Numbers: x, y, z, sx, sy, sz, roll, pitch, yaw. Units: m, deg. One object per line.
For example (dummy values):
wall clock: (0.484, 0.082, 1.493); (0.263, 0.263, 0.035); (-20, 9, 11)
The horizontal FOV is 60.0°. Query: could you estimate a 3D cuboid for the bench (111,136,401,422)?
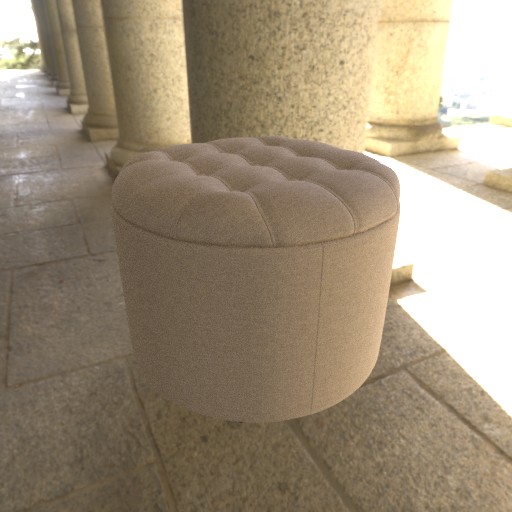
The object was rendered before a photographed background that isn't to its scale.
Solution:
bench: (0.000, 0.000, 1.017); (0.600, 0.454, 0.600); (0, 26, 0)
